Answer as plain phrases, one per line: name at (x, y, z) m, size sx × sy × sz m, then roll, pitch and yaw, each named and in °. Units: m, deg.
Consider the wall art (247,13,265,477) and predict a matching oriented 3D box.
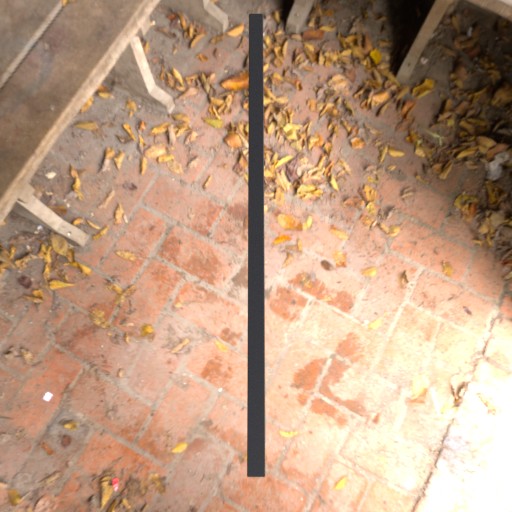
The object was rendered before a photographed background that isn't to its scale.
wall art at (0.000, 0.000, 0.547) m, size 0.016 × 0.306 × 0.432 m, roll 0°, pitch 76°, yaw 0°
